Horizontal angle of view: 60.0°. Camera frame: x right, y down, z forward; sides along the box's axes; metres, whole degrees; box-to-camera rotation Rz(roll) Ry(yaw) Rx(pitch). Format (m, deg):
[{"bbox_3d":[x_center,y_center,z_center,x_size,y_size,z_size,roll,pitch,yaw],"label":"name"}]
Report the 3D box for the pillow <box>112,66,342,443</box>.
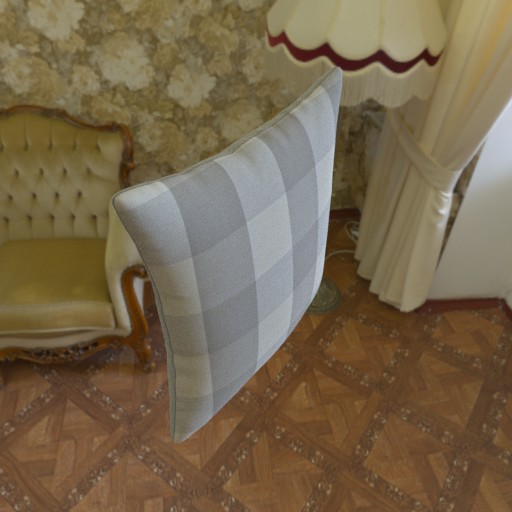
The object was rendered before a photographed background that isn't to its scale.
[{"bbox_3d":[0.000,0.000,0.772,0.161,0.509,0.511,24,46,26],"label":"pillow"}]
